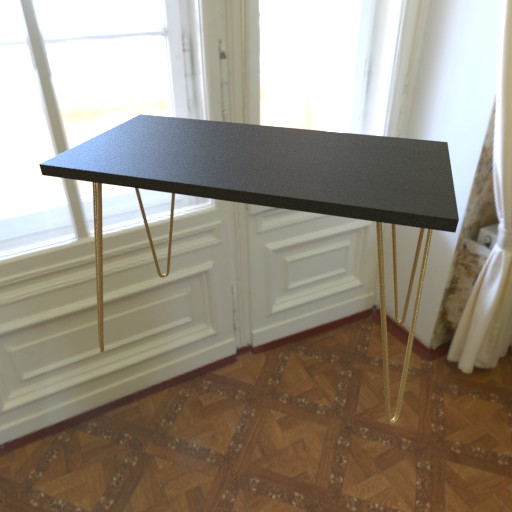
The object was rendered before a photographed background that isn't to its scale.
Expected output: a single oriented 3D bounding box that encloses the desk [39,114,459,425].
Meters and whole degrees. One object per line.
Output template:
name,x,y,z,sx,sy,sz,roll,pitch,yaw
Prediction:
desk,0.000,0.000,1.370,0.991,0.660,0.499,10,34,15
